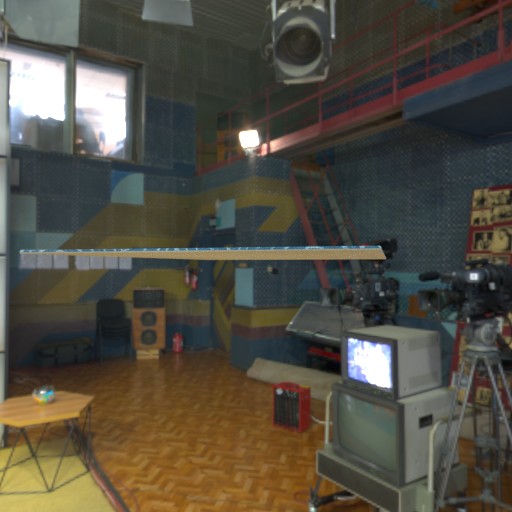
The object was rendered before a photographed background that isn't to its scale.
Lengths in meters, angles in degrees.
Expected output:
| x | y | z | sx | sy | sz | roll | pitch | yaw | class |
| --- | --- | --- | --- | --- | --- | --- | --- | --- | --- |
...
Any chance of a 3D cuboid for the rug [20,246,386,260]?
| x | y | z | sx | sy | sz | roll | pitch | yaw | class |
| --- | --- | --- | --- | --- | --- | --- | --- | --- | --- |
| 0.000 | 0.000 | 2.765 | 1.543 | 0.015 | 2.144 | 0 | -1 | 17 | rug |
